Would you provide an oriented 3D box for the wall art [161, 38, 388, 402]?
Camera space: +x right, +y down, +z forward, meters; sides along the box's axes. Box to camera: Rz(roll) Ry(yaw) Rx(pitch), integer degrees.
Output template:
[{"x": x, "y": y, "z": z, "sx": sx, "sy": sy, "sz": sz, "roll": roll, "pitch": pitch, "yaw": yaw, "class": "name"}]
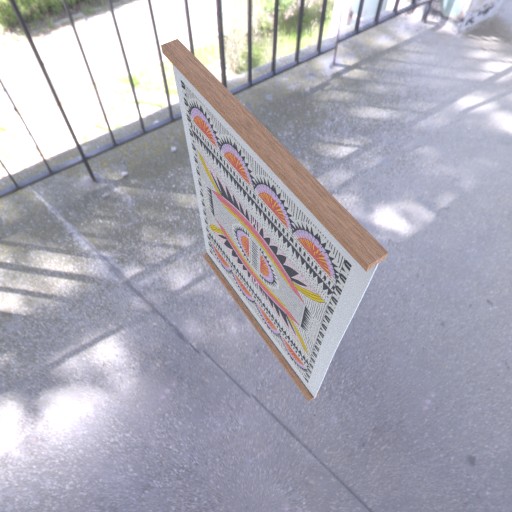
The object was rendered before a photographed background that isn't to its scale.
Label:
[{"x": 0.000, "y": 0.000, "z": 0.821, "sx": 0.028, "sy": 0.609, "sz": 0.456, "roll": -31, "pitch": 64, "yaw": -17, "class": "wall art"}]
